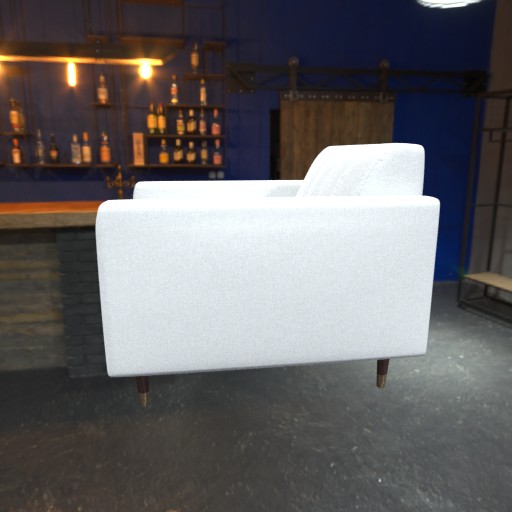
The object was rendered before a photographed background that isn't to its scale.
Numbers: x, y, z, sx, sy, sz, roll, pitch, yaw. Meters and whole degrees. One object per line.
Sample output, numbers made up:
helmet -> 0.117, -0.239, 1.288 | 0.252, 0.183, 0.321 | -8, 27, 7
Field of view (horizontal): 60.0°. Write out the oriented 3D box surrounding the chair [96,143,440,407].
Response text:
chair -> 0.000, 0.000, 1.683 | 0.998, 0.819, 0.953 | -2, 13, -8
